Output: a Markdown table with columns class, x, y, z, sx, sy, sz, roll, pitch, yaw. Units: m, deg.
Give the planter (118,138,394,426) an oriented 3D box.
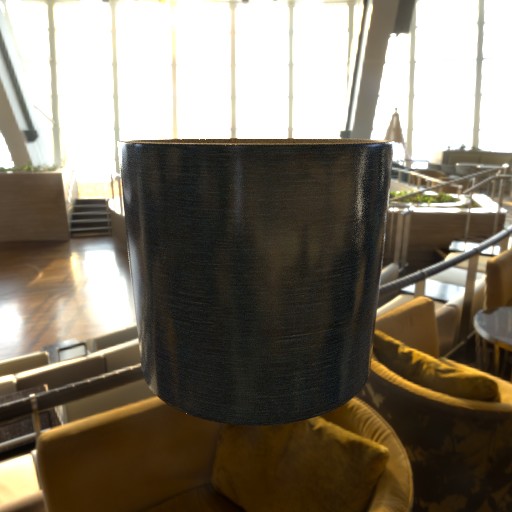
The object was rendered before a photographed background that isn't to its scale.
| class | x | y | z | sx | sy | sz | roll | pitch | yaw |
| --- | --- | --- | --- | --- | --- | --- | --- | --- | --- |
| planter | 0.000 | 0.000 | 0.398 | 0.221 | 0.201 | 0.221 | 0 | 16 | 0 |
